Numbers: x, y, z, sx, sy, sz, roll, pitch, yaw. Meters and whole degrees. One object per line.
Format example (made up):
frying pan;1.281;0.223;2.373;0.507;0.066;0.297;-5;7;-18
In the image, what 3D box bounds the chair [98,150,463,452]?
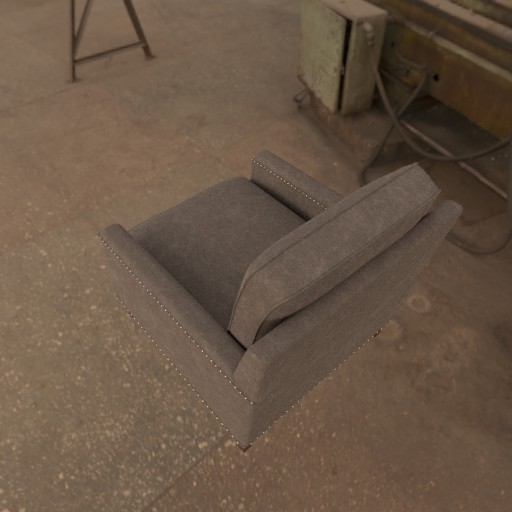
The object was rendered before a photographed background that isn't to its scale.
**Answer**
chair;0.000;0.000;1.685;0.853;0.948;1.014;-32;54;-27
